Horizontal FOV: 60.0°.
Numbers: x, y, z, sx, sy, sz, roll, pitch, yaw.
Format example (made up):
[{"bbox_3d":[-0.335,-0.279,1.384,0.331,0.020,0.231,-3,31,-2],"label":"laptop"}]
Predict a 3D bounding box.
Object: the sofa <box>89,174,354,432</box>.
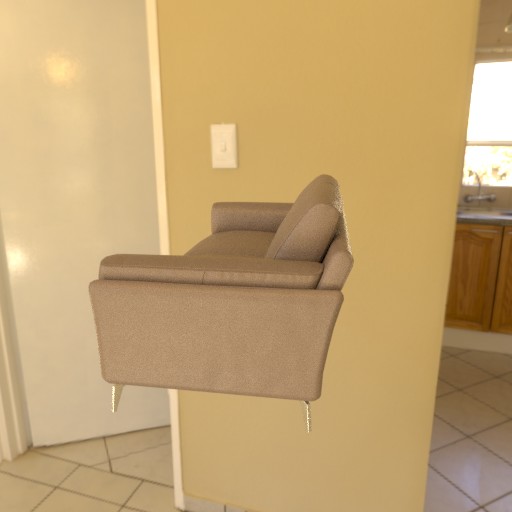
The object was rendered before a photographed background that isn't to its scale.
[{"bbox_3d":[0.000,0.000,2.709,1.049,0.930,2.101,2,14,9],"label":"sofa"}]
